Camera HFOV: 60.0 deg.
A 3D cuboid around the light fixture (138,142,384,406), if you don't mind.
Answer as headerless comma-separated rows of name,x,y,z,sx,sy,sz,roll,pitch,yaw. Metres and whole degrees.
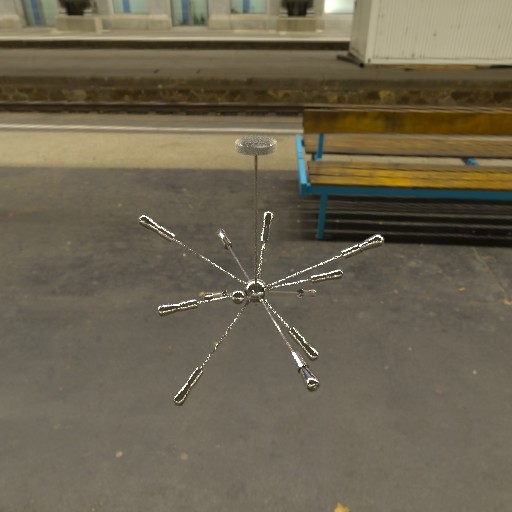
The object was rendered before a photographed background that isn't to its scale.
light fixture,0.000,0.000,1.070,0.509,0.558,0.684,-10,33,-17
